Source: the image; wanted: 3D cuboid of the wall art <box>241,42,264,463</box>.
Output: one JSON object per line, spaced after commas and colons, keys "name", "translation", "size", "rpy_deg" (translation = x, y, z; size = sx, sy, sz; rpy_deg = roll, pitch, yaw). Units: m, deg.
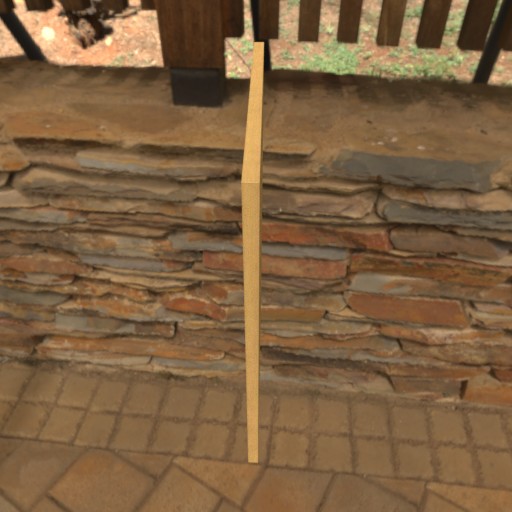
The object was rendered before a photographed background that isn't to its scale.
{"name": "wall art", "translation": [0.000, 0.000, 1.350], "size": [0.030, 1.002, 0.798], "rpy_deg": [1, 41, 1]}
